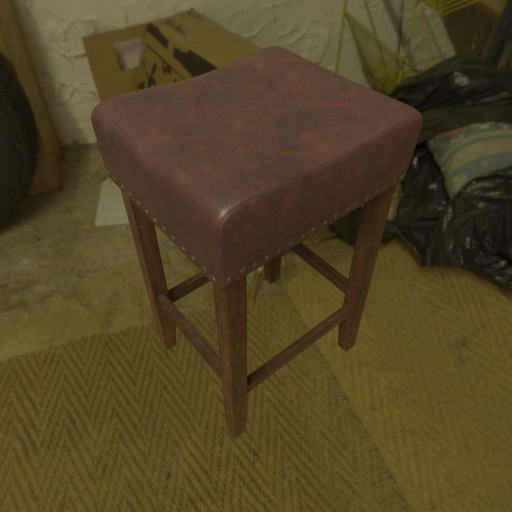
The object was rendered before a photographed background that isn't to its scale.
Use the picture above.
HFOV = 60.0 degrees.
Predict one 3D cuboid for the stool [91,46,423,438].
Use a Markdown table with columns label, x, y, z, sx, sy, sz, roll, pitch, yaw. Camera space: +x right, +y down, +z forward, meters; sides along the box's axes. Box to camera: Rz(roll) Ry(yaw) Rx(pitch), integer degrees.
| label | x | y | z | sx | sy | sz | roll | pitch | yaw |
| --- | --- | --- | --- | --- | --- | --- | --- | --- | --- |
| stool | 0.000 | 0.000 | 1.056 | 0.465 | 0.769 | 0.401 | -30 | 53 | -26 |
